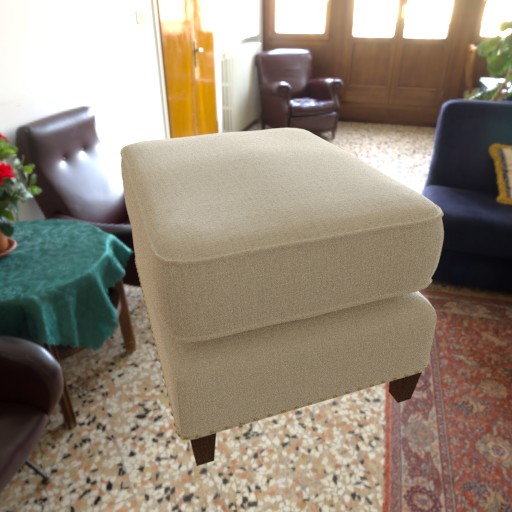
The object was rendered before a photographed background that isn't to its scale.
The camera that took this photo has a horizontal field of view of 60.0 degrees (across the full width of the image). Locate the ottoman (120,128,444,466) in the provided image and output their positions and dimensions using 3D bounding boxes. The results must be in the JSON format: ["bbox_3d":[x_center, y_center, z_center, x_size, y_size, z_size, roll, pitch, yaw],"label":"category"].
[{"bbox_3d":[0.000,0.000,1.144,0.589,0.537,0.738,-10,32,-17],"label":"ottoman"}]
